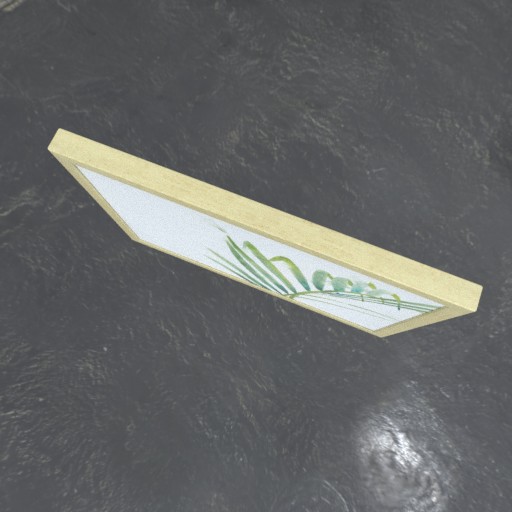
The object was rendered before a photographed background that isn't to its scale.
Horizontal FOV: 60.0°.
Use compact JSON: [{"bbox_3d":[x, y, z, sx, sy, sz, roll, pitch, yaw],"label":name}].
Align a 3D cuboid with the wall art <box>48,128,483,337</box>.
[{"bbox_3d":[0.000,0.000,0.700,0.533,0.381,0.032,21,76,5],"label":"wall art"}]
